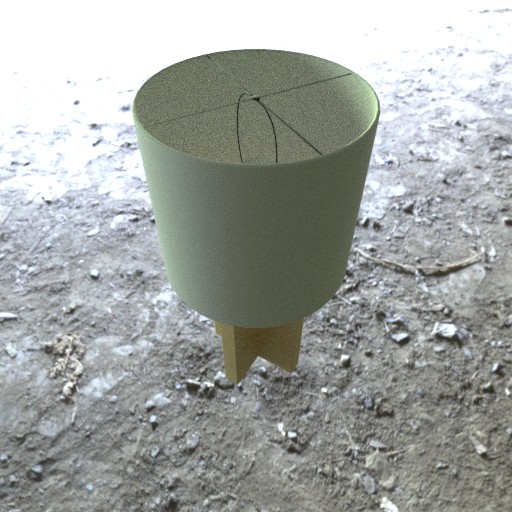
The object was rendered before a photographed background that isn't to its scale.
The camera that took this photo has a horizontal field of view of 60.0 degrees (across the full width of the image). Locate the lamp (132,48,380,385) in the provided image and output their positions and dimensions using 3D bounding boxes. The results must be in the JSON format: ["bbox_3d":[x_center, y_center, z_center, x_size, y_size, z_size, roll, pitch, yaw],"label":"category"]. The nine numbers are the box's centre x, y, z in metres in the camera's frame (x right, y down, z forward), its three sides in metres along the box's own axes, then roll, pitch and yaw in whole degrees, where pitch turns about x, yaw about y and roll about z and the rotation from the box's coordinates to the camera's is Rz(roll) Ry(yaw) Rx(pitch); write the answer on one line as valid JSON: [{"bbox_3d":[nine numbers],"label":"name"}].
[{"bbox_3d":[0.000,0.000,0.566,0.229,0.428,0.229,24,50,21],"label":"lamp"}]
